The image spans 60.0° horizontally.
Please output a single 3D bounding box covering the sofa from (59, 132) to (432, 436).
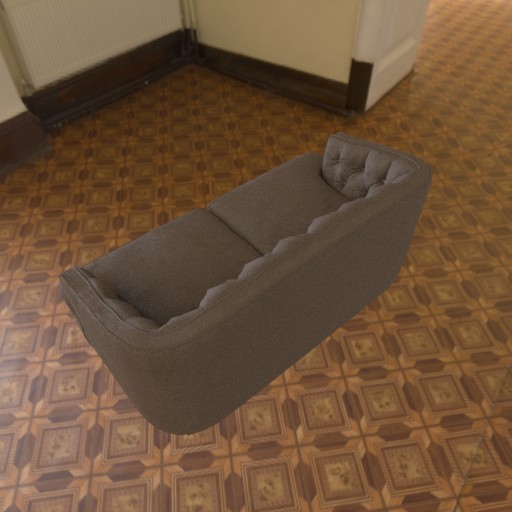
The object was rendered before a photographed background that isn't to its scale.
[{"bbox_3d":[0.000,0.000,2.266,1.733,0.855,0.941,-32,54,-27],"label":"sofa"}]
